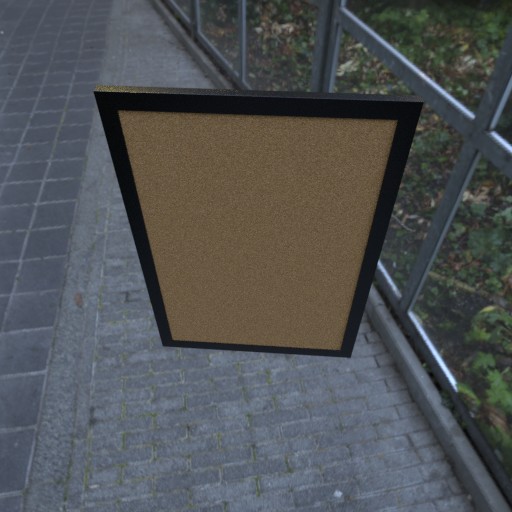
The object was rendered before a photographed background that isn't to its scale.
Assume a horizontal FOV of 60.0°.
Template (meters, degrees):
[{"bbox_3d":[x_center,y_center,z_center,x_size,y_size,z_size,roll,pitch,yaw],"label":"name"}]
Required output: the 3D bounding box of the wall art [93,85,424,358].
[{"bbox_3d":[0.000,0.000,0.858,0.462,0.656,0.019,3,46,3],"label":"wall art"}]
